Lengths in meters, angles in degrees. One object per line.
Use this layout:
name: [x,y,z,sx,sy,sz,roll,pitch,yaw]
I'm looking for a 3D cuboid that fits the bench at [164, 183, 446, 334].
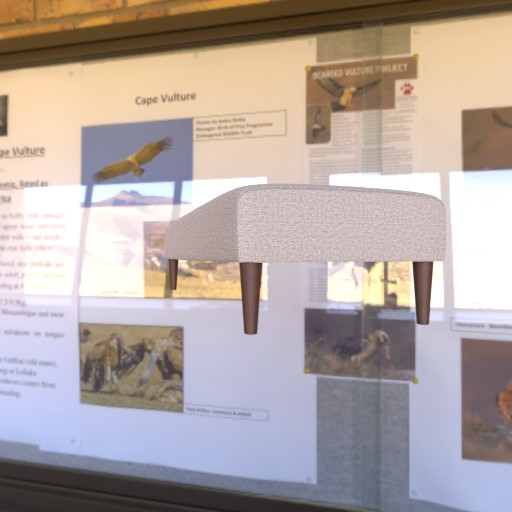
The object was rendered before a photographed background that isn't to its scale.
bench: [0.000,0.000,1.883,0.631,0.383,1.598,0,0,-18]
